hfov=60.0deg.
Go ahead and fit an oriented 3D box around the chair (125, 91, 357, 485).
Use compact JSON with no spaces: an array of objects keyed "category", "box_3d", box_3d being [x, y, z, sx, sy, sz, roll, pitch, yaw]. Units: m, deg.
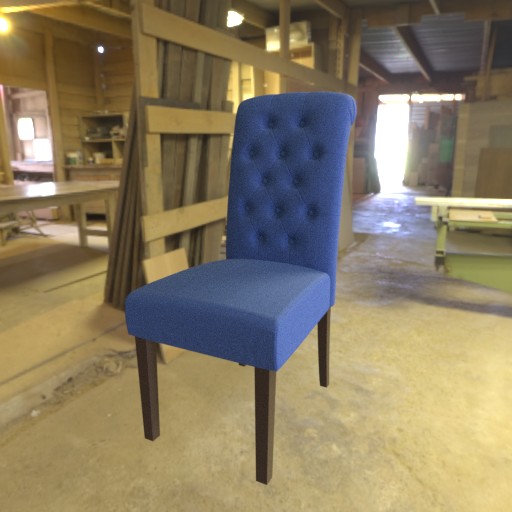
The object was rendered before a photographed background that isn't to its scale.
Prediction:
[{"category":"chair","box_3d":[0.000,0.000,1.365,0.456,1.006,0.671,7,15,27]}]
